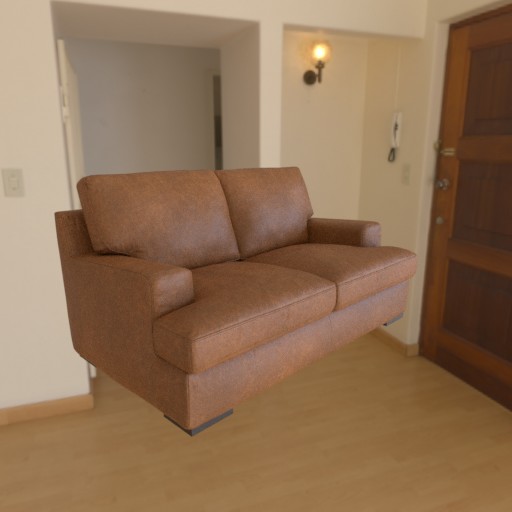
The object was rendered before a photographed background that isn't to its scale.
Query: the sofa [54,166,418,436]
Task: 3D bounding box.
[{"bbox_3d":[0.000,0.000,2.558,1.144,0.966,1.880,13,19,43],"label":"sofa"}]
